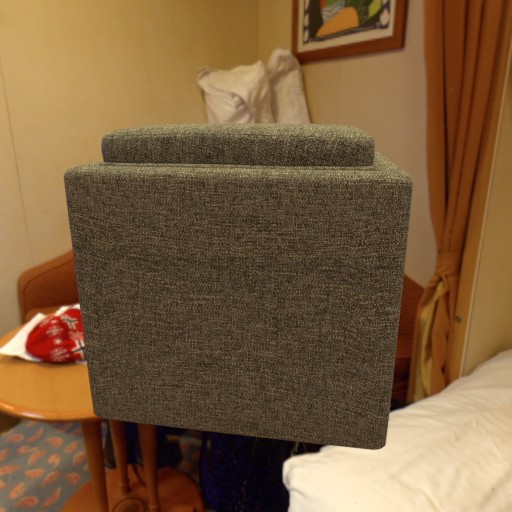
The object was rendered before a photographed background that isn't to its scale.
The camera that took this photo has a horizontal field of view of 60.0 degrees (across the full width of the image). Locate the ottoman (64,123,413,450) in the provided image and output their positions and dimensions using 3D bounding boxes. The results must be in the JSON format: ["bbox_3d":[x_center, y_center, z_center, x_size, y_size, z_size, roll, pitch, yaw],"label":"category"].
[{"bbox_3d":[0.000,0.000,0.803,0.450,0.460,0.450,3,17,9],"label":"ottoman"}]
